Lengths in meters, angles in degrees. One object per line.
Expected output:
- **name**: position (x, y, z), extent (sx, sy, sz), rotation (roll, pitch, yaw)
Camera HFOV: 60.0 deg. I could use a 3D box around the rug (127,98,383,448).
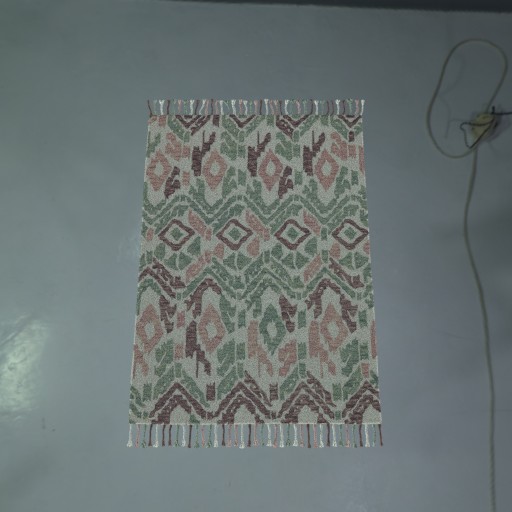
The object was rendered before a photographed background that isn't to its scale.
- **rug**: position (0.000, 0.000, 2.268), extent (1.219, 0.010, 1.829), rotation (0, 76, 0)
